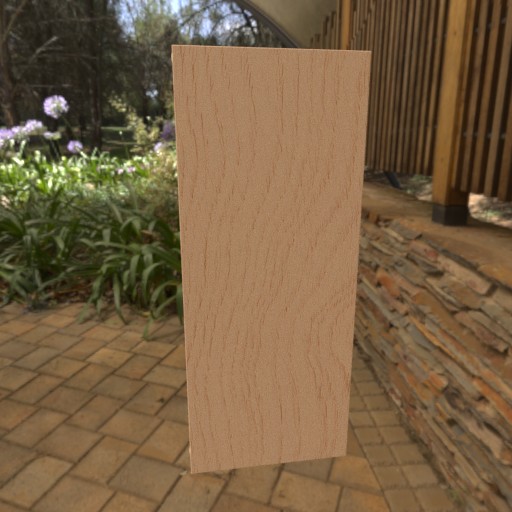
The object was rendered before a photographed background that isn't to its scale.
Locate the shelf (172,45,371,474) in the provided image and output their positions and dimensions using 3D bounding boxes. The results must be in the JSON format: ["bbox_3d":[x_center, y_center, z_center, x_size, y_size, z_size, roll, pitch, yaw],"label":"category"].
[{"bbox_3d":[0.000,0.000,0.754,0.250,0.600,0.290,-2,15,-9],"label":"shelf"}]
